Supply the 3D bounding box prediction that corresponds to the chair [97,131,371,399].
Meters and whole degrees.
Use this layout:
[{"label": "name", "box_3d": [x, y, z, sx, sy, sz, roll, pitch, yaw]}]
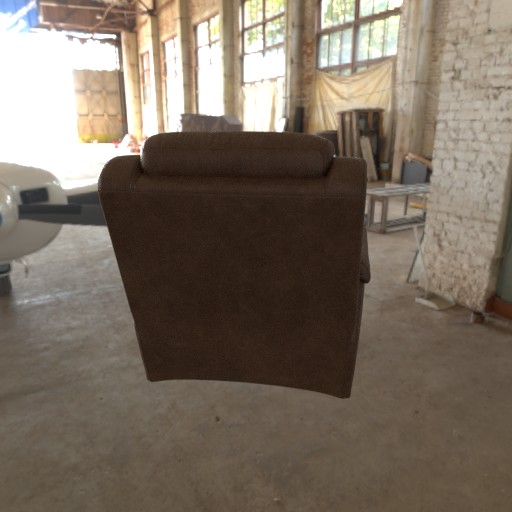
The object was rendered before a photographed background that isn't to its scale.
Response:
[{"label": "chair", "box_3d": [0.000, 0.000, 1.807, 0.940, 0.990, 1.067, 2, 17, 8]}]
